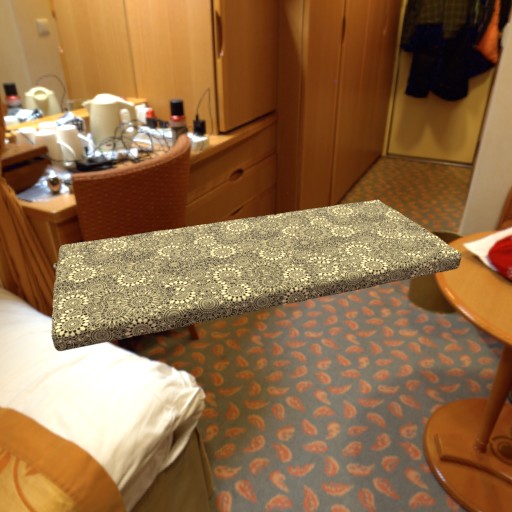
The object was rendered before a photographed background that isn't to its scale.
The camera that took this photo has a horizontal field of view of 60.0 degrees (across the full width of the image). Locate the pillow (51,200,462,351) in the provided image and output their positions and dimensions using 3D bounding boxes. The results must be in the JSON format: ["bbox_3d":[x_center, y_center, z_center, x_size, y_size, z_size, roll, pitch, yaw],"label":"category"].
[{"bbox_3d":[0.000,0.000,1.367,1.187,0.081,0.492,-10,31,-17],"label":"pillow"}]
